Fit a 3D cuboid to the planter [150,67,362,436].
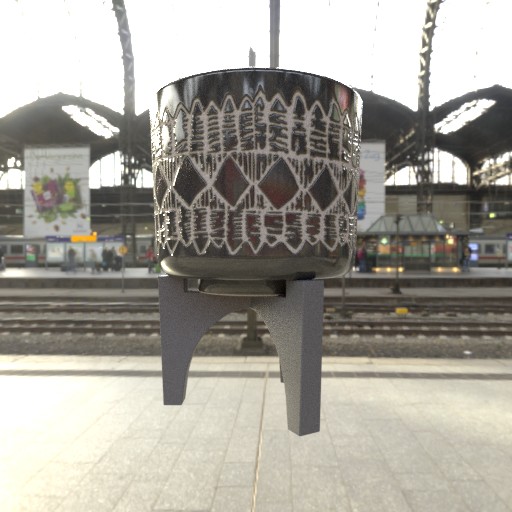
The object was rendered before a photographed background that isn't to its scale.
[{"bbox_3d":[0.000,0.000,0.537,0.251,0.355,0.251,0,0,1],"label":"planter"}]
